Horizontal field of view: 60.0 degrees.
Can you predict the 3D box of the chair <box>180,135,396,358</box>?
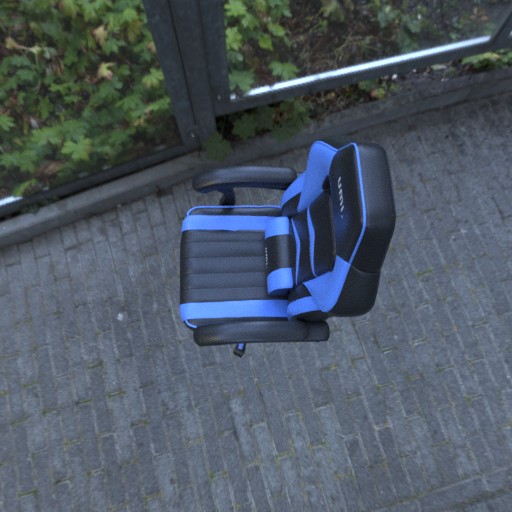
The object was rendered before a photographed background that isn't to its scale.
[{"bbox_3d":[0.000,0.000,1.703,0.700,1.280,0.700,-2,74,-1],"label":"chair"}]
